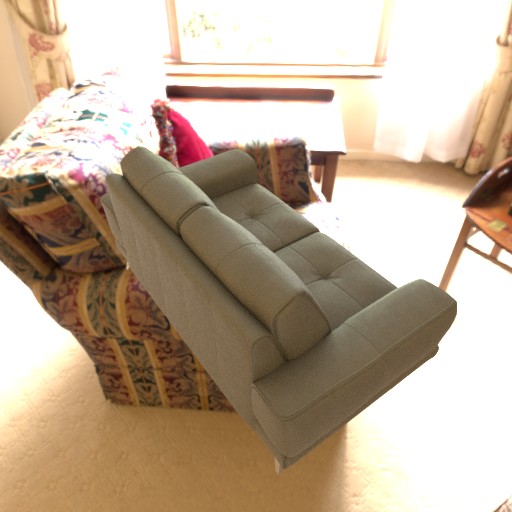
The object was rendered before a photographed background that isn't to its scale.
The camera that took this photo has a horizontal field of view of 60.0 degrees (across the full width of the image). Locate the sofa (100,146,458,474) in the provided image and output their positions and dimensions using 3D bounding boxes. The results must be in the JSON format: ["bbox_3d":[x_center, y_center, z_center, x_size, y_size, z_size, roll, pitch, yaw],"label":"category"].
[{"bbox_3d":[0.000,0.000,2.346,1.018,0.907,1.806,-26,48,-26],"label":"sofa"}]
